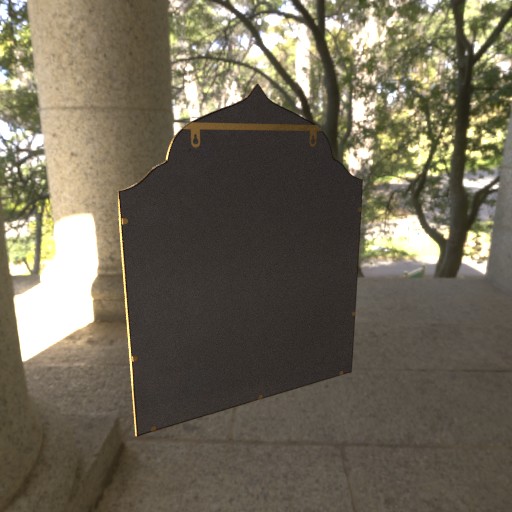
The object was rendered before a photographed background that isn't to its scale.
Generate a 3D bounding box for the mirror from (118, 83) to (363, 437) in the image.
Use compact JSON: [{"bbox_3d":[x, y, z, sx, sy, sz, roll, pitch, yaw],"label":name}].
[{"bbox_3d":[0.000,0.000,0.872,0.513,0.635,0.018,-8,16,-27],"label":"mirror"}]
